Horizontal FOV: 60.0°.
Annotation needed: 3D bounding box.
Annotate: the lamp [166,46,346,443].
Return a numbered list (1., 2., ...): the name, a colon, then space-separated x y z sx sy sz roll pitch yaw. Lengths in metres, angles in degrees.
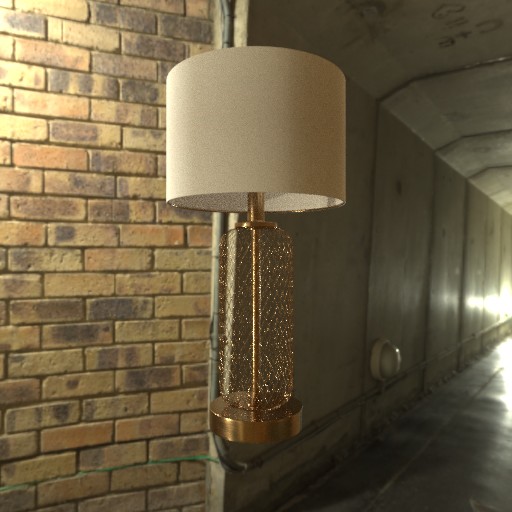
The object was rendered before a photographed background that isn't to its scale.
1. lamp: 0.000 0.000 0.635 0.252 0.483 0.252 0 0 -1
